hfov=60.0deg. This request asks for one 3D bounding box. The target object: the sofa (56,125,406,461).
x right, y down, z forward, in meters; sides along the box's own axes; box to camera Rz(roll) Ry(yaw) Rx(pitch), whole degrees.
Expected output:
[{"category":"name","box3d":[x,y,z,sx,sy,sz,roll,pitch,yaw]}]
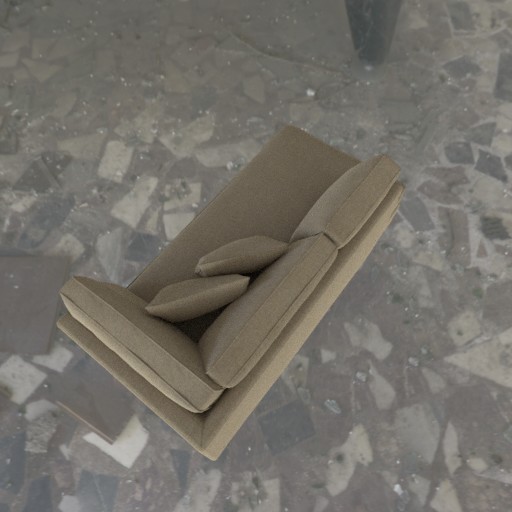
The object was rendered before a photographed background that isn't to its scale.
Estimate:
[{"category":"sofa","box3d":[0.000,0.000,2.923,1.110,1.019,2.238,34,67,17]}]
